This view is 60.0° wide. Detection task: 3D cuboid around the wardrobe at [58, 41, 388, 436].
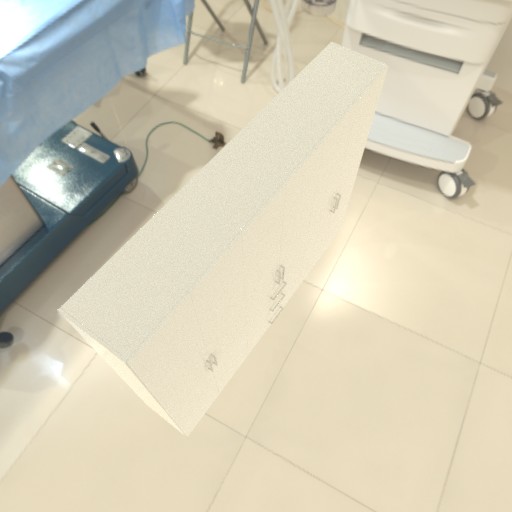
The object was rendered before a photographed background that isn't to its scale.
[{"bbox_3d":[0.000,0.000,4.019,0.580,2.360,3.000,31,64,17],"label":"wardrobe"}]
